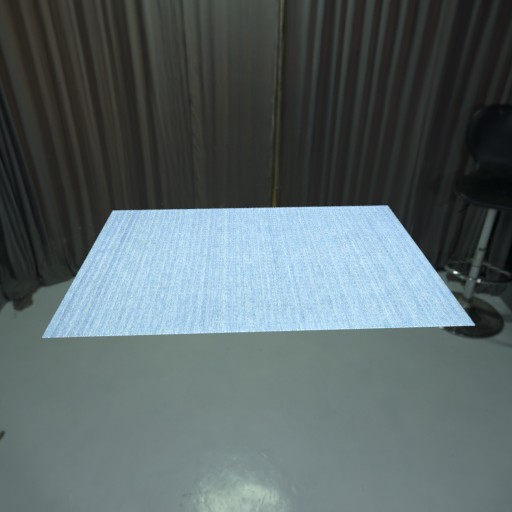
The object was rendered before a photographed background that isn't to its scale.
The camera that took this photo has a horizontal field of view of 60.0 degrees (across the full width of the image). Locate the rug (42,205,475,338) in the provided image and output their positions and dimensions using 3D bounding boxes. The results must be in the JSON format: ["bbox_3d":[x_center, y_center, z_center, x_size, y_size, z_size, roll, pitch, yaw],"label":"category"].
[{"bbox_3d":[0.000,0.000,3.814,2.895,0.006,1.982,-1,31,-2],"label":"rug"}]
